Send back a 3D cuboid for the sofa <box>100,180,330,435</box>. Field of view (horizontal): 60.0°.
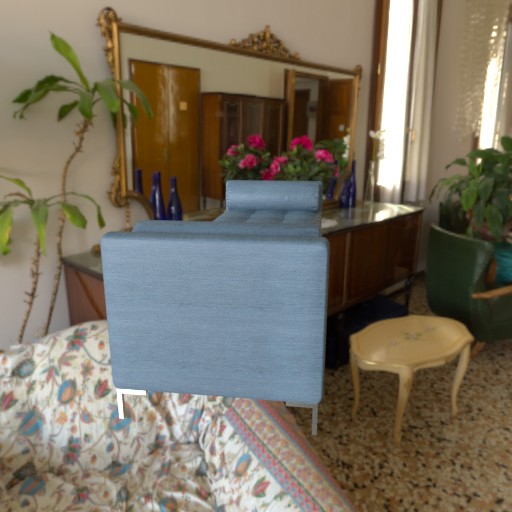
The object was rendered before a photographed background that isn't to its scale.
[{"bbox_3d":[0.000,0.000,2.298,0.686,0.635,1.981,2,15,7],"label":"sofa"}]
